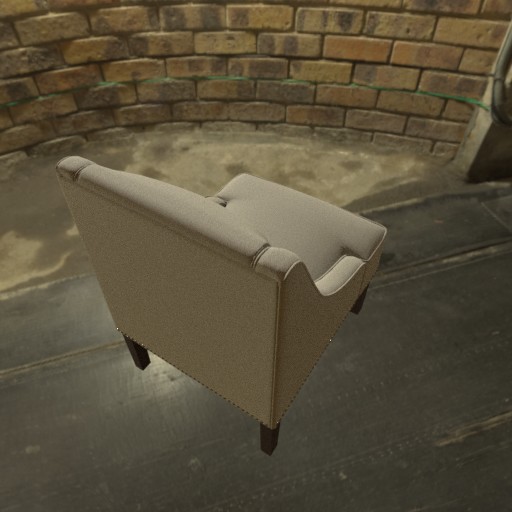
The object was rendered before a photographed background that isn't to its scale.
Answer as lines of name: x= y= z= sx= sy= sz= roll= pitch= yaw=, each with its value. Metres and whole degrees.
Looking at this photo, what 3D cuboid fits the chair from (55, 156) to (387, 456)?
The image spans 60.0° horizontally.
chair: x=0.000 y=0.000 z=1.374 sx=0.610 sy=0.864 sz=0.737 roll=25 pitch=51 yaw=22
